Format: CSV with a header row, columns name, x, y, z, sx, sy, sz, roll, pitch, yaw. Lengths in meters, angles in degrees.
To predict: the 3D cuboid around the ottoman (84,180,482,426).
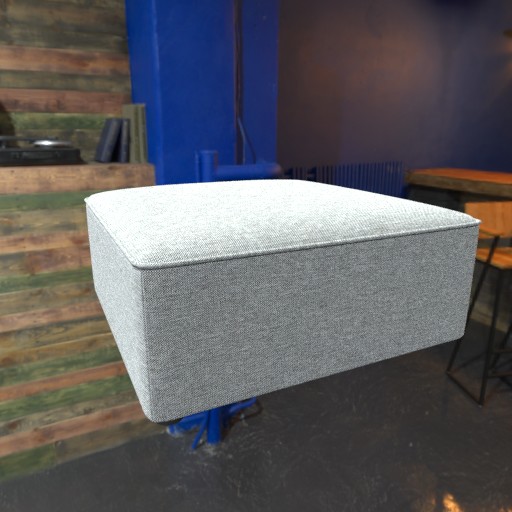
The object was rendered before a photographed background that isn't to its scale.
name,x,y,z,sx,sy,sz,roll,pitch,yaw
ottoman,0.000,0.000,1.547,1.005,0.455,1.005,-8,18,-25
